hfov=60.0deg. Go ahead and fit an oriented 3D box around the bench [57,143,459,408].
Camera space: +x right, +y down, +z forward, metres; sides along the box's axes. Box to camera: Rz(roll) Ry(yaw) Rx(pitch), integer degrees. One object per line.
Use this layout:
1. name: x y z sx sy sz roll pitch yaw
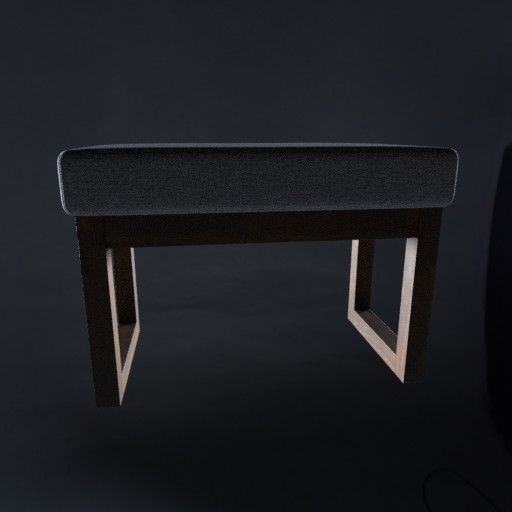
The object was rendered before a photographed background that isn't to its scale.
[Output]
1. bench: 0.000 0.000 0.957 0.681 0.467 0.366 -2 16 -8
